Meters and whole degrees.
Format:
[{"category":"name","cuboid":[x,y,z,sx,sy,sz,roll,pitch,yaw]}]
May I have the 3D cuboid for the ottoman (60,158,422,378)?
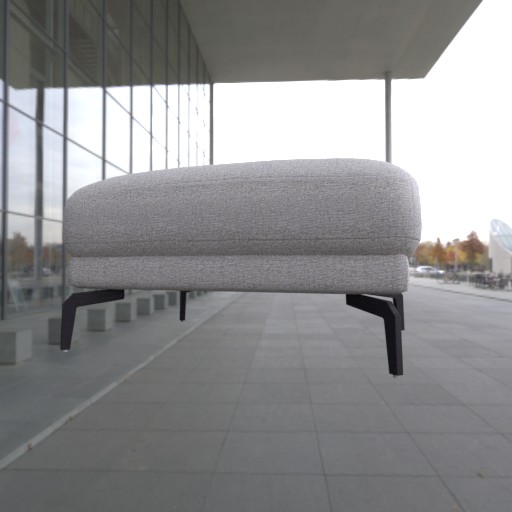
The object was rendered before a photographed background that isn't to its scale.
[{"category":"ottoman","cuboid":[0.000,0.000,1.111,0.772,0.420,0.568,0,-1,19]}]
